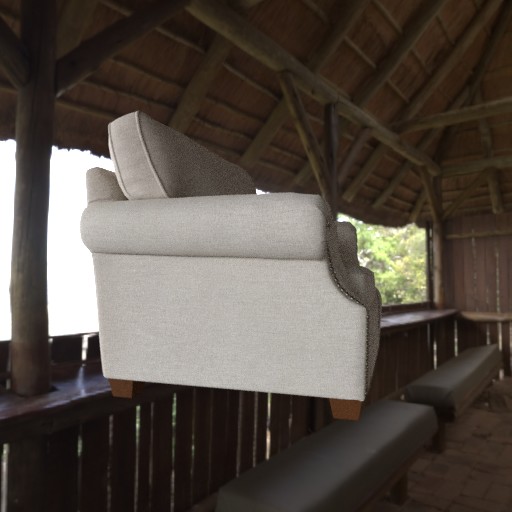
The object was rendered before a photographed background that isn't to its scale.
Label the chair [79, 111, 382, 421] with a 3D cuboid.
[{"bbox_3d":[0.000,0.000,1.815,0.965,0.961,1.092,0,-2,18],"label":"chair"}]
